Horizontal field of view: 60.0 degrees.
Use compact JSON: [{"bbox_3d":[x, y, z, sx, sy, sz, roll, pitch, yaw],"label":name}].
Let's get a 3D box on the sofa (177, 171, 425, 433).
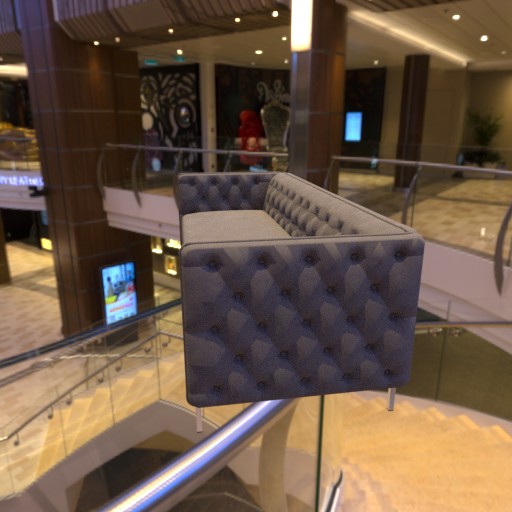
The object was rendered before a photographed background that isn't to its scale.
[{"bbox_3d":[0.000,0.000,2.643,0.895,0.771,2.209,-3,17,-9],"label":"sofa"}]
